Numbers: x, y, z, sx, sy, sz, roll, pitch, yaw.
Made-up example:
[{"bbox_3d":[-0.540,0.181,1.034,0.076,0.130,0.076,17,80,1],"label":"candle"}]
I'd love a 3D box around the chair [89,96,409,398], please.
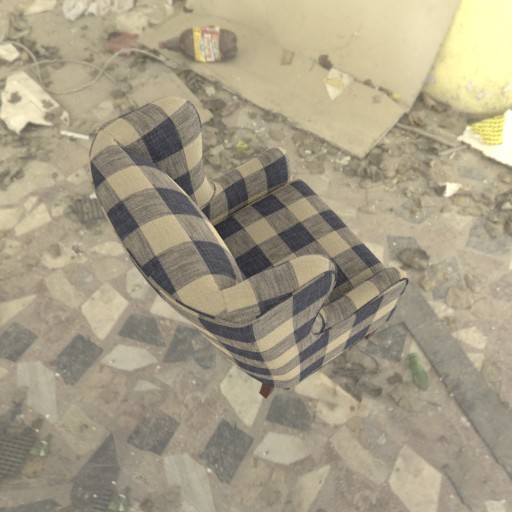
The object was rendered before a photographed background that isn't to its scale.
[{"bbox_3d":[0.000,0.000,1.700,0.889,1.041,0.830,-29,61,-18],"label":"chair"}]
